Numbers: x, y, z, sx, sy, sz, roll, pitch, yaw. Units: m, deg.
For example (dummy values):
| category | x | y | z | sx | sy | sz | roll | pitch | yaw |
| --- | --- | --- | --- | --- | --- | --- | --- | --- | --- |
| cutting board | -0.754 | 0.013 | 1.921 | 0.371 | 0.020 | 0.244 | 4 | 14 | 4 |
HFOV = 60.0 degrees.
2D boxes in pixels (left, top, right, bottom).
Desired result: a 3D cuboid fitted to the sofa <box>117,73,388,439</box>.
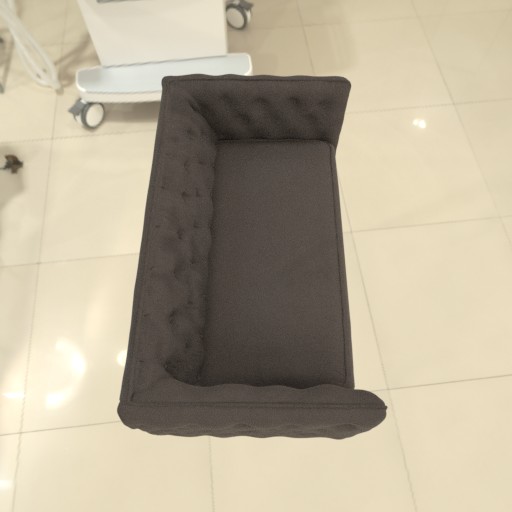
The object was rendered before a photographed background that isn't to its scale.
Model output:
| category | x | y | z | sx | sy | sz | roll | pitch | yaw |
| --- | --- | --- | --- | --- | --- | --- | --- | --- | --- |
| sofa | 0.000 | 0.000 | 2.094 | 0.909 | 0.810 | 1.583 | 1 | 64 | 0 |
